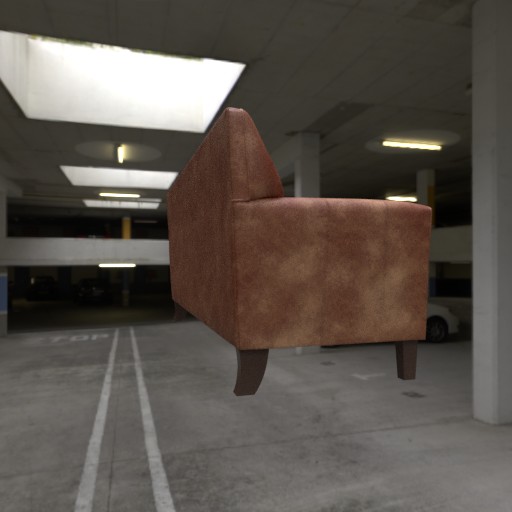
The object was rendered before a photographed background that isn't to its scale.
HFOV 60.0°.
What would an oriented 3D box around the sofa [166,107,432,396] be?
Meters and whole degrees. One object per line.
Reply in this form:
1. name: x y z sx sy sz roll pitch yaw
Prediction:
1. sofa: 0.000 0.000 2.486 0.805 0.947 2.053 0 -1 -17
